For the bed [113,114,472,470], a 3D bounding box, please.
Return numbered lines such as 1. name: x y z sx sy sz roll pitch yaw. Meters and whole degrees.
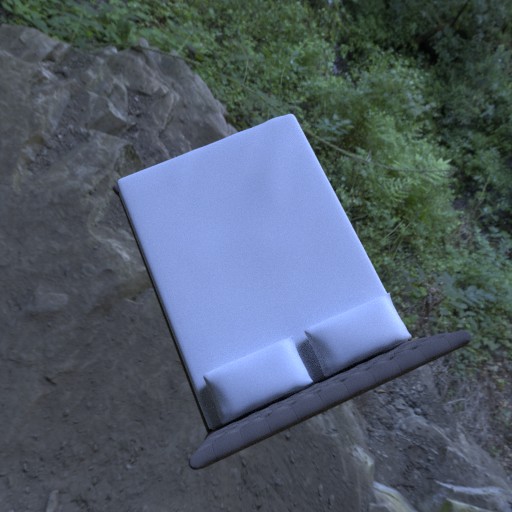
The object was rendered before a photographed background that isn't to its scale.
1. bed: 0.000 0.000 3.306 1.696 1.426 2.233 -23 76 -6
